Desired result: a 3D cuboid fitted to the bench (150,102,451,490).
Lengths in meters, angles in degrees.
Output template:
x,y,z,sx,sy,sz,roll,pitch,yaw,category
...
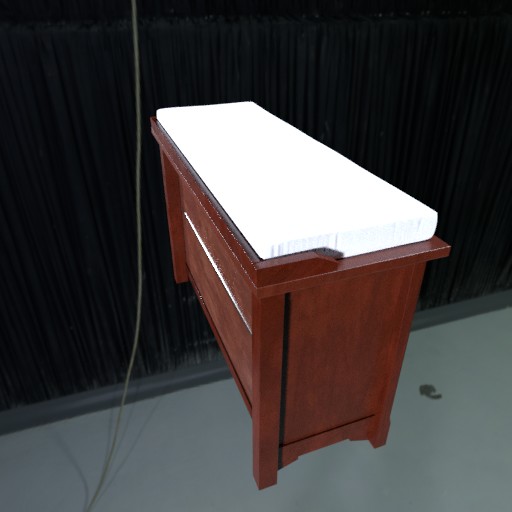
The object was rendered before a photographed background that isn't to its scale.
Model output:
x,y,z,sx,sy,sz,roll,pitch,yaw,category
0.000,0.000,1.262,0.369,0.646,0.987,-11,33,-18,bench
